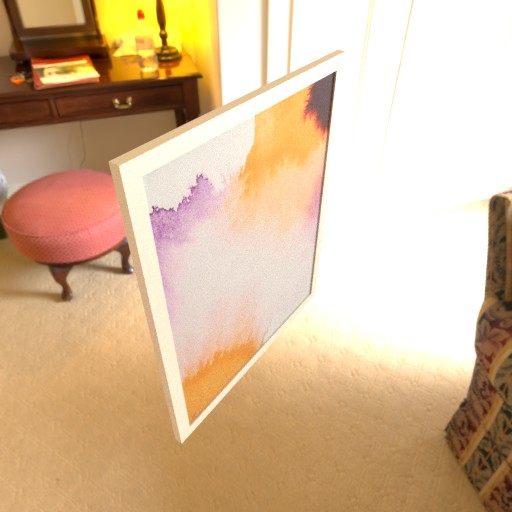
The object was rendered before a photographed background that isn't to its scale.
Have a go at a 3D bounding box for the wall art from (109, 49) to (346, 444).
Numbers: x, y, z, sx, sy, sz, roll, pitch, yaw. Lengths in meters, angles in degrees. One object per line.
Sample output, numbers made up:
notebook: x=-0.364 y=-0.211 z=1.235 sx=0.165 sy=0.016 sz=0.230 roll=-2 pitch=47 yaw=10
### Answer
wall art: x=0.000 y=0.000 z=0.620 sx=0.013 sy=0.456 sz=0.382 roll=26 pitch=47 yaw=27
